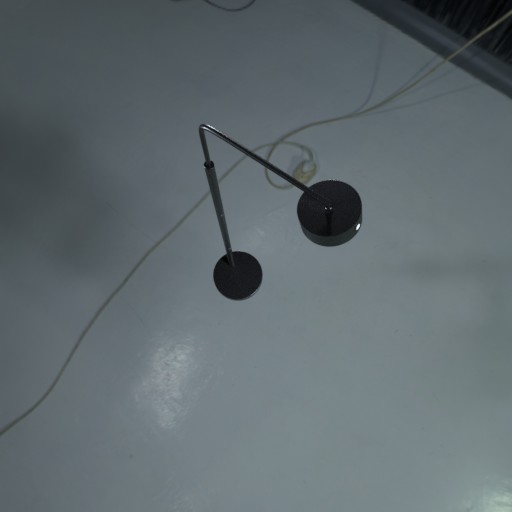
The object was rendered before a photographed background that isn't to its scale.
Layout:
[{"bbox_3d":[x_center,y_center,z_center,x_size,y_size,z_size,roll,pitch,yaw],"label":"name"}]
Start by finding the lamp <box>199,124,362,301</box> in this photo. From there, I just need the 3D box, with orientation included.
[{"bbox_3d":[0.000,0.000,1.391,0.418,1.230,0.219,35,79,8],"label":"lamp"}]
